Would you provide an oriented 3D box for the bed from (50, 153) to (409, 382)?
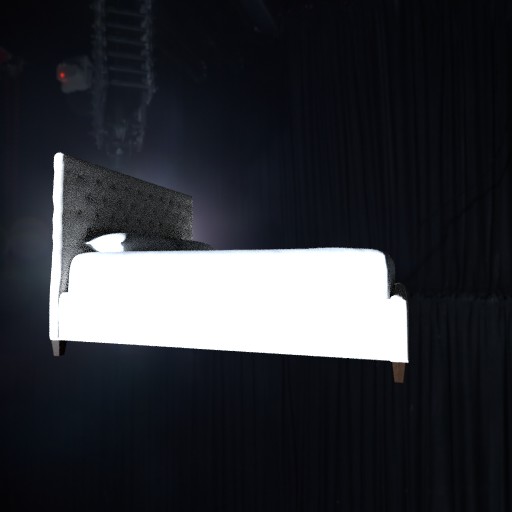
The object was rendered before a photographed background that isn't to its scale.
[{"bbox_3d":[0.000,0.000,3.713,2.387,1.427,2.078,0,-1,18],"label":"bed"}]
